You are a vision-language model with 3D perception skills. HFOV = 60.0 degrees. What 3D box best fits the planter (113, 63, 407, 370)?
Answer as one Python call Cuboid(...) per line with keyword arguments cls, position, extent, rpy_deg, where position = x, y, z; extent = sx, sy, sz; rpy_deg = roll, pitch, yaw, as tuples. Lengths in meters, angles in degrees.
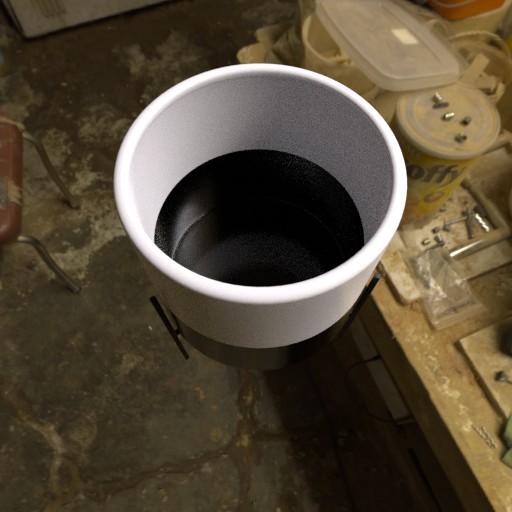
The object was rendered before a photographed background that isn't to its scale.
Cuboid(cls="planter", position=(0.000, 0.000, 0.646), extent=(0.310, 0.432, 0.310), rpy_deg=(-19, 65, -9))
